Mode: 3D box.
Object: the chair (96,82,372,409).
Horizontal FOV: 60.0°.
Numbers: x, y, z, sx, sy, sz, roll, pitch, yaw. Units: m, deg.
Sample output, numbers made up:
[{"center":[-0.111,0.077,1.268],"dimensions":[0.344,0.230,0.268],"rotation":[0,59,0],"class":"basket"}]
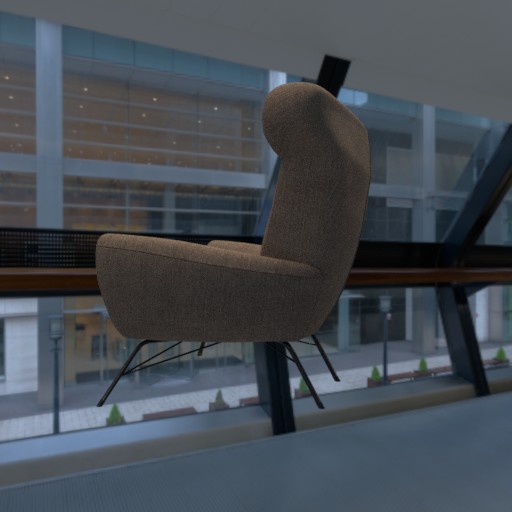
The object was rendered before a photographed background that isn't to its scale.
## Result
[{"center":[0.000,0.000,1.786],"dimensions":[0.900,1.040,0.980],"rotation":[0,0,19],"class":"chair"}]
